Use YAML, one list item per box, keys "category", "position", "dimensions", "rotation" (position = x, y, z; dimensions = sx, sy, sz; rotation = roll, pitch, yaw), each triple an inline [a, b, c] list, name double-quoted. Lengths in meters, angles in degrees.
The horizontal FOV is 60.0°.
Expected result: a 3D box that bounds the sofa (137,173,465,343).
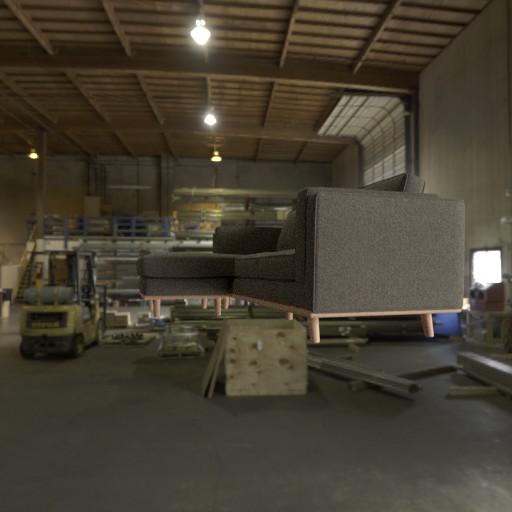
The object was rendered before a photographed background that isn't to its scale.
- category: "sofa"
  position: [0.000, 0.000, 3.198]
  dimensions: [1.604, 0.929, 2.411]
  rotation: [1, -2, -17]
